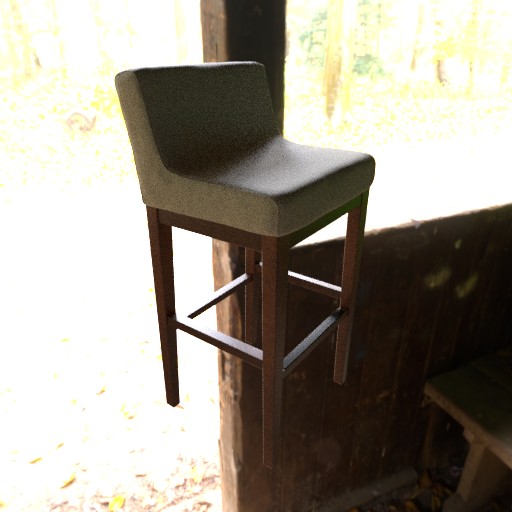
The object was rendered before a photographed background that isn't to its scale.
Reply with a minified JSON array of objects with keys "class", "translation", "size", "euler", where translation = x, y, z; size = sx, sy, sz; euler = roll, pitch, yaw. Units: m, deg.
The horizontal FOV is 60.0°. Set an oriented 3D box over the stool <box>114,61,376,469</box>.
[{"class":"stool","translation":[0.000,0.000,1.309],"size":[0.500,1.037,0.511],"euler":[18,31,32]}]
